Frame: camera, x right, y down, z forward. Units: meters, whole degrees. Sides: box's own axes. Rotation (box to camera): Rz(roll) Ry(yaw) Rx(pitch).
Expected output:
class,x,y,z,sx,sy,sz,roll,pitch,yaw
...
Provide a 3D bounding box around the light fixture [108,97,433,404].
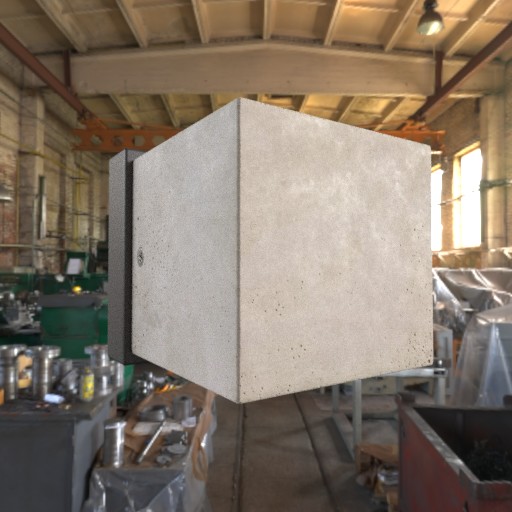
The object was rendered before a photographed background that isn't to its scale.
class,x,y,z,sx,sy,sz,roll,pitch,yaw
light fixture,0.000,0.000,0.244,0.121,0.121,0.143,1,-2,-34
